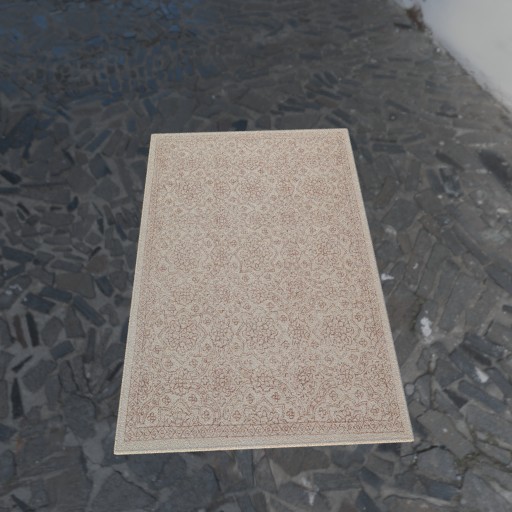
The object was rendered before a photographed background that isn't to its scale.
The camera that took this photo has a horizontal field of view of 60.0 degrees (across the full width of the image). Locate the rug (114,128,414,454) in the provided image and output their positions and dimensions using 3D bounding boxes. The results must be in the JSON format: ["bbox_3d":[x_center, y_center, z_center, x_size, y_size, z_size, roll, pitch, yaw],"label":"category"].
[{"bbox_3d":[0.000,0.000,2.274,1.219,0.010,1.829,-2,58,-1],"label":"rug"}]
